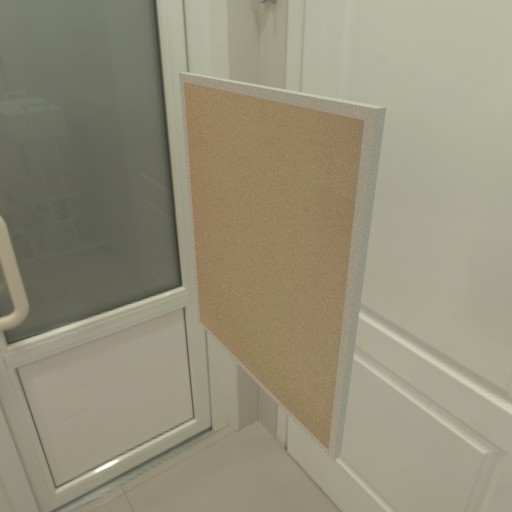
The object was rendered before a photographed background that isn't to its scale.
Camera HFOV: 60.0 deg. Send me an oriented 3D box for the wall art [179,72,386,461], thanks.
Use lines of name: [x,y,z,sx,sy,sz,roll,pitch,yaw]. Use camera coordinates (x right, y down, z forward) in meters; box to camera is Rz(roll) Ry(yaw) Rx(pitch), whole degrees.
wall art: [0.000,0.000,0.631,0.013,0.456,0.382,-18,33,-31]
